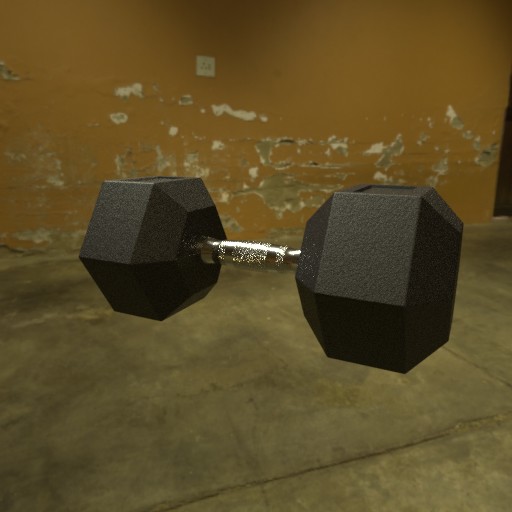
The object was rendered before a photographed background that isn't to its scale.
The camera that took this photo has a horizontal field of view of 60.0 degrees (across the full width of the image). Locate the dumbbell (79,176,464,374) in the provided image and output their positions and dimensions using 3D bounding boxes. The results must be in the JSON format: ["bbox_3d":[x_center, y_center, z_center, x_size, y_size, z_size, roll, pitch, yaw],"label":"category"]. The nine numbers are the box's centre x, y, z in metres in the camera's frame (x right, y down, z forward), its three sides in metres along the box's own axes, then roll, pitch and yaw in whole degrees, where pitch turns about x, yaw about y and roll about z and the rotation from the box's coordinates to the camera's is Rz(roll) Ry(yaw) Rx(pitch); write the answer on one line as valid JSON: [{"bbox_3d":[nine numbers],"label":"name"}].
[{"bbox_3d":[0.000,0.000,0.463,0.384,0.150,0.173,7,16,26],"label":"dumbbell"}]
